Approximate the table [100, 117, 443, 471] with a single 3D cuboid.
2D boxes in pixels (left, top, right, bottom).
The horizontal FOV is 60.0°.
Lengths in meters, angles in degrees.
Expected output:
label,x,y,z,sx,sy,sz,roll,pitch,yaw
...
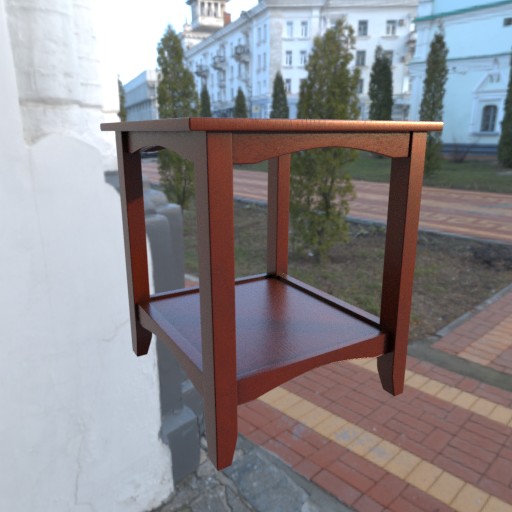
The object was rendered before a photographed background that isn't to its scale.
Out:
label,x,y,z,sx,sy,sz,roll,pitch,yaw
table,0.000,0.000,0.968,0.522,0.558,0.523,-8,18,-27
